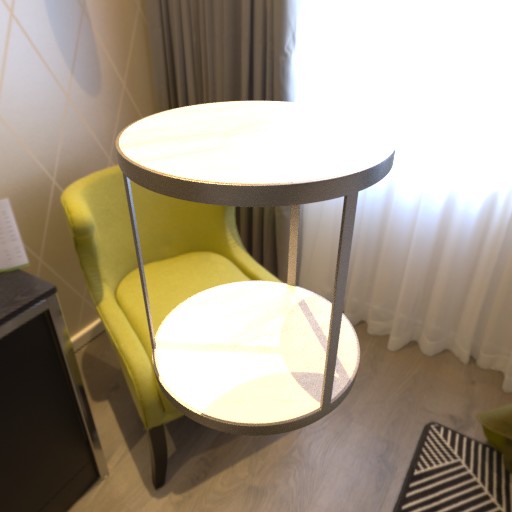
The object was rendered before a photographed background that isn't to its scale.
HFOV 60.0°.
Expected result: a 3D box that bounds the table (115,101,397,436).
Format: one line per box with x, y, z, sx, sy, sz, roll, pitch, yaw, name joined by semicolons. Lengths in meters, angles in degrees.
0.000;0.000;0.851;0.445;0.479;0.445;0;32;0;table
